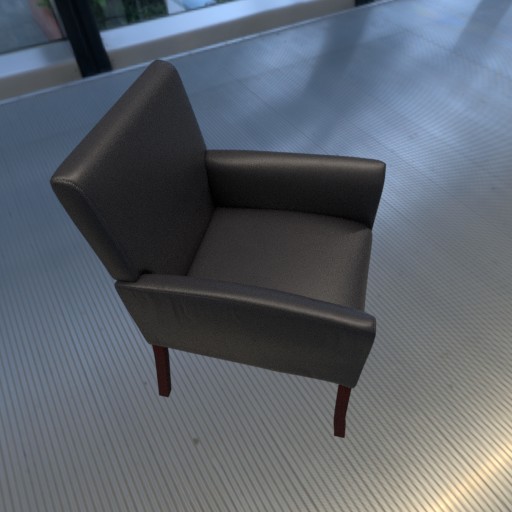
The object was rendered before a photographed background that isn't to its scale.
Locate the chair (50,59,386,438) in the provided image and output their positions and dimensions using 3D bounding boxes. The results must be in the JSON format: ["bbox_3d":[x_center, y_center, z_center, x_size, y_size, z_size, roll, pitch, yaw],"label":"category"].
[{"bbox_3d":[0.000,0.000,1.431,0.772,0.951,0.683,10,48,9],"label":"chair"}]
